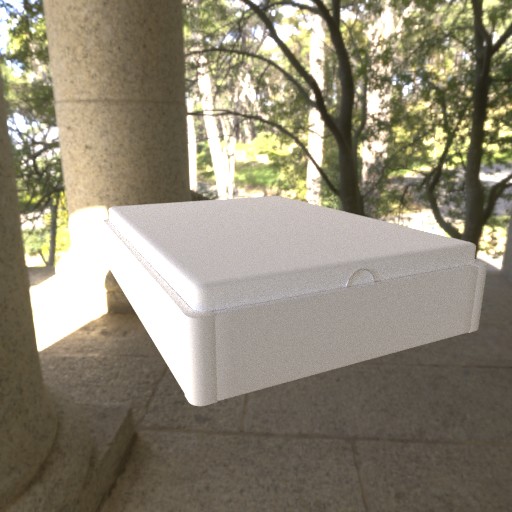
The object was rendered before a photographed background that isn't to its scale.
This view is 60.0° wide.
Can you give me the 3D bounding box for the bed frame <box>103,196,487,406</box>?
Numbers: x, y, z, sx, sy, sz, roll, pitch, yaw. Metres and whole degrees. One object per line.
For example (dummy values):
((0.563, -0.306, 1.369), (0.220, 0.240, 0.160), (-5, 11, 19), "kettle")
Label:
((0.000, 0.000, 2.520), (1.400, 0.406, 1.900), (-7, 17, -25), "bed frame")
